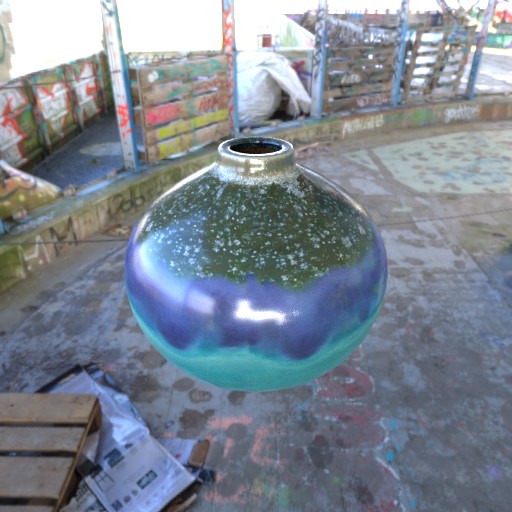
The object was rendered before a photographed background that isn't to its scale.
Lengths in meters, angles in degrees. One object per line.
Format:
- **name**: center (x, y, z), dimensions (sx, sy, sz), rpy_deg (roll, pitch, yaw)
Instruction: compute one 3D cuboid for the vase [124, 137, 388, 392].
- **vase**: center (0.000, 0.000, 0.266), dimensions (0.154, 0.133, 0.154), rpy_deg (0, 30, 0)
